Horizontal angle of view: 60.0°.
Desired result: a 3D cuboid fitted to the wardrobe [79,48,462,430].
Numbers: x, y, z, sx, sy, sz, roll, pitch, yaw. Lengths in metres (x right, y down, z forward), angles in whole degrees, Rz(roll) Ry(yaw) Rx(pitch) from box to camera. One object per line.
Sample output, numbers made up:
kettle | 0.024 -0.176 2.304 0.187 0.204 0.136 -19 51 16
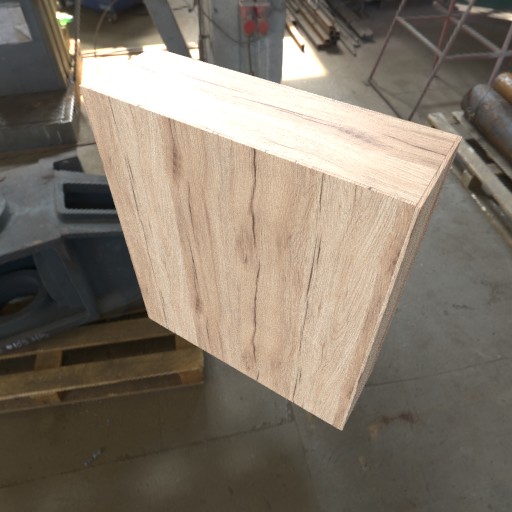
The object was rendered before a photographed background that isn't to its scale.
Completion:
wardrobe | 0.000 0.000 2.887 1.810 2.070 0.580 25 52 22
